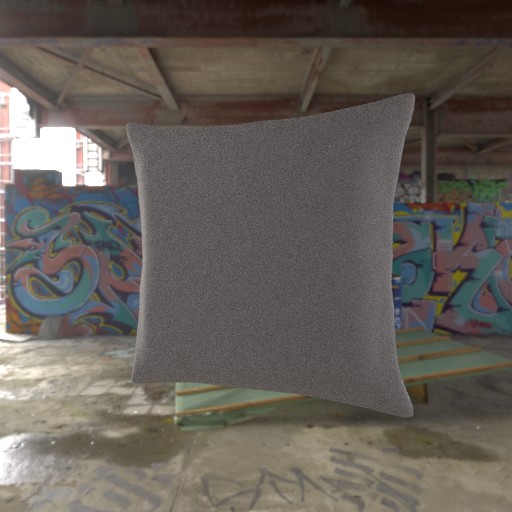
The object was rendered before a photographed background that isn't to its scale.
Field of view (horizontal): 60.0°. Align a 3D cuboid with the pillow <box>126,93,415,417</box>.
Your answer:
[{"bbox_3d":[0.000,0.000,0.779,0.525,0.508,0.166,1,2,19],"label":"pillow"}]
